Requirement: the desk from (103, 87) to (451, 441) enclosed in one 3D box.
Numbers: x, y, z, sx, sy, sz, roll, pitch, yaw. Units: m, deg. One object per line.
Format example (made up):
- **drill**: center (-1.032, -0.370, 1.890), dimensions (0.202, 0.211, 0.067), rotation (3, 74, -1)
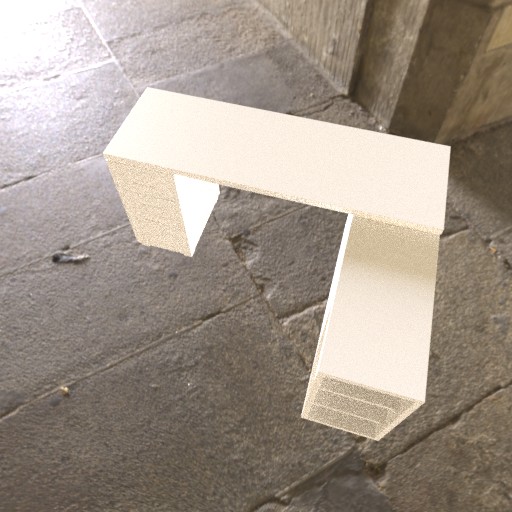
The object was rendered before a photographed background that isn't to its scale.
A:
- **desk**: center (0.000, 0.000, 2.177), dimensions (1.524, 0.759, 1.199), rotation (14, 58, 9)
